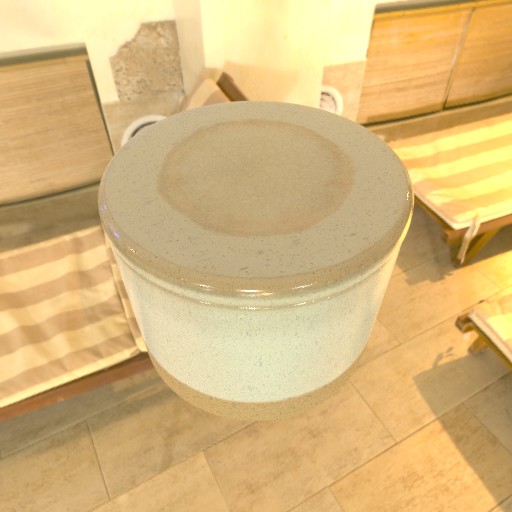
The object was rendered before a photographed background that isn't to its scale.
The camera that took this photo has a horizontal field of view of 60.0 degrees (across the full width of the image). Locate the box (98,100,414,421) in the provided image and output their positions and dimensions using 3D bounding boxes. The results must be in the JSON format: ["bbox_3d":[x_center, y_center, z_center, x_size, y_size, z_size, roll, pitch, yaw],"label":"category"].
[{"bbox_3d":[0.000,0.000,0.261,0.154,0.123,0.154,0,45,0],"label":"box"}]
